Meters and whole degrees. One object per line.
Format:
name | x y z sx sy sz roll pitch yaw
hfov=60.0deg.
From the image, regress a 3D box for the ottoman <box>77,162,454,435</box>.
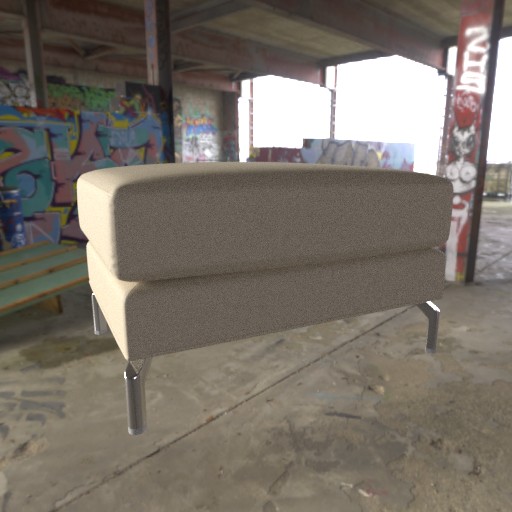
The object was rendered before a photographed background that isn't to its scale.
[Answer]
ottoman | 0.000 0.000 1.198 0.835 0.497 0.581 -6 14 -26
